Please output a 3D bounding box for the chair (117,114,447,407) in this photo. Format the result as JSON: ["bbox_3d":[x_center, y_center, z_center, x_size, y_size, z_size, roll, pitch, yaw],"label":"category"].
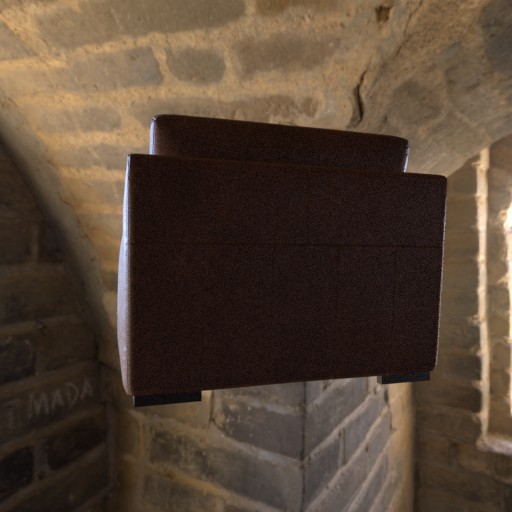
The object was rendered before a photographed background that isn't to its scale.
[{"bbox_3d":[0.000,0.000,1.964,1.168,0.939,1.143,0,-1,-17],"label":"chair"}]
